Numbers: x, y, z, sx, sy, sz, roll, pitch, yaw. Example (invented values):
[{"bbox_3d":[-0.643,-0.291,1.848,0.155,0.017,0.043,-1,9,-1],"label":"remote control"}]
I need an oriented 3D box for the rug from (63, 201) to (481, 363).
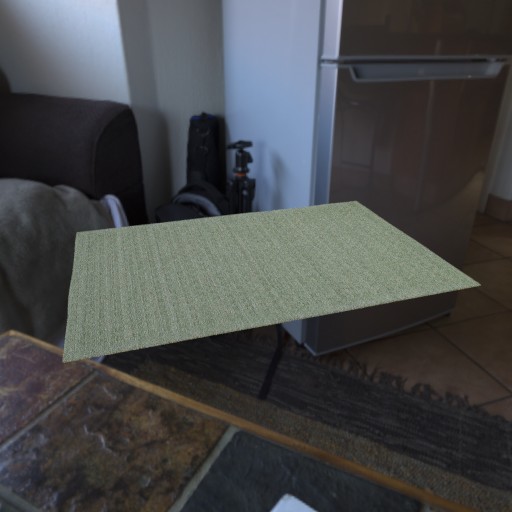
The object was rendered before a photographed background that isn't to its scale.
[{"bbox_3d":[0.000,0.000,2.226,1.747,0.006,1.143,-8,28,-15],"label":"rug"}]
